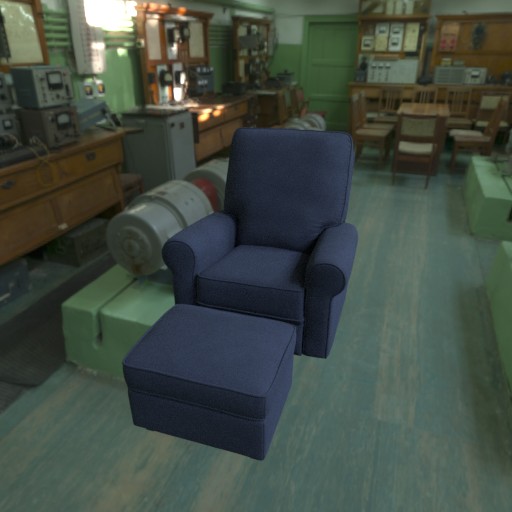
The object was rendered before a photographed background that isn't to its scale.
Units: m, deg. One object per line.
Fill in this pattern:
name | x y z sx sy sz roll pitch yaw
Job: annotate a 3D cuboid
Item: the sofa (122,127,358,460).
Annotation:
sofa | 0.000 0.000 2.067 0.880 0.959 1.478 8 27 16
